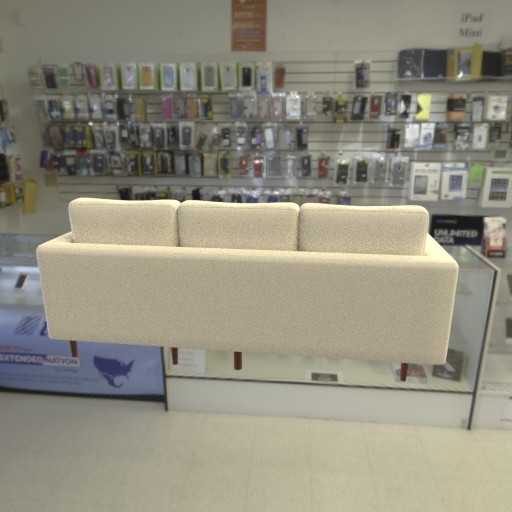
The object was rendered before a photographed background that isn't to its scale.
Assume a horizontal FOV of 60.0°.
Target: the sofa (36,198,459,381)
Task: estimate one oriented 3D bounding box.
[{"bbox_3d":[0.000,0.000,2.876,2.029,0.899,1.580,2,17,7],"label":"sofa"}]
